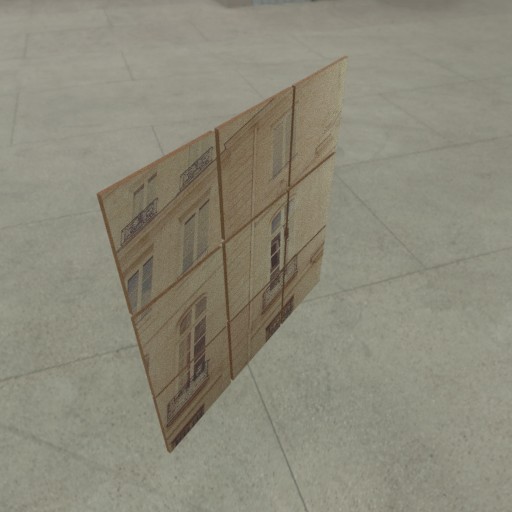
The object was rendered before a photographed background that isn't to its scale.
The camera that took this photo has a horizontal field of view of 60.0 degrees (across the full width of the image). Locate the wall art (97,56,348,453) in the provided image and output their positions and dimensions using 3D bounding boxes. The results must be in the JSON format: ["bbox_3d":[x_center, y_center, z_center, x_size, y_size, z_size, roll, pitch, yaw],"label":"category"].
[{"bbox_3d":[0.000,0.000,1.319,0.018,0.913,0.915,25,46,26],"label":"wall art"}]
